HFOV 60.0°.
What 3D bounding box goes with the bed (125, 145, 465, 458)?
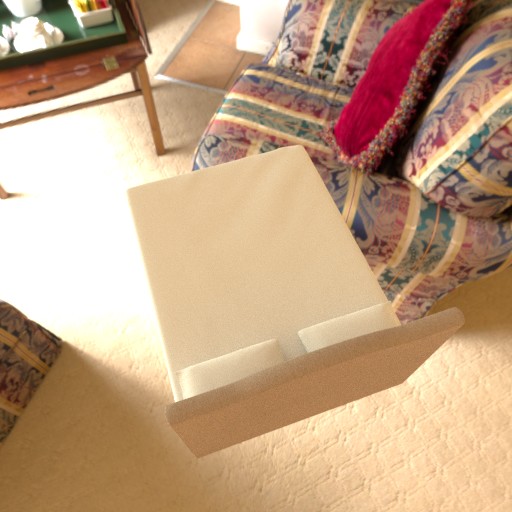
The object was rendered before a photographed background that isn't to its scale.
[{"bbox_3d":[0.000,0.000,3.409,1.821,1.436,2.282,-16,60,-10],"label":"bed"}]
